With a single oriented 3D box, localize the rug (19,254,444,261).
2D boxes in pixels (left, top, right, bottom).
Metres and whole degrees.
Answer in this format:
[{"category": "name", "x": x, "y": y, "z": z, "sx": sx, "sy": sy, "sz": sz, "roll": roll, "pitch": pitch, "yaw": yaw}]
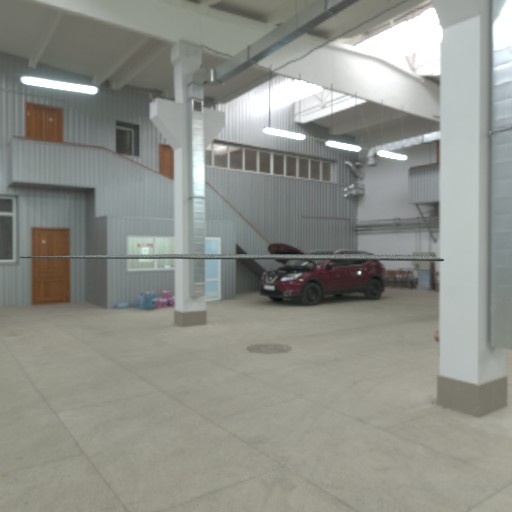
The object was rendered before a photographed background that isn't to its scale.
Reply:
[{"category": "rug", "x": 0.000, "y": 0.000, "z": 4.113, "sx": 3.068, "sy": 0.021, "sz": 2.456, "roll": 0, "pitch": 1, "yaw": 19}]
